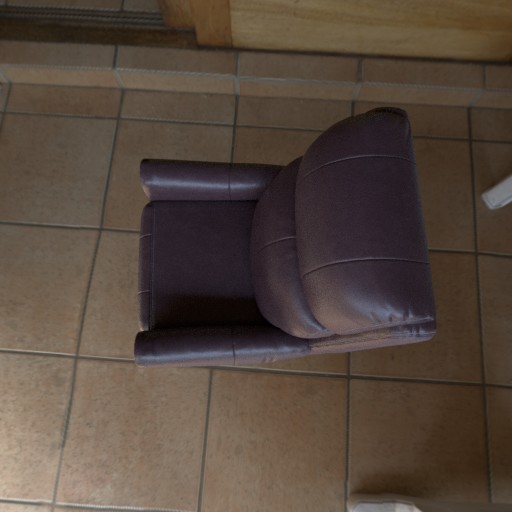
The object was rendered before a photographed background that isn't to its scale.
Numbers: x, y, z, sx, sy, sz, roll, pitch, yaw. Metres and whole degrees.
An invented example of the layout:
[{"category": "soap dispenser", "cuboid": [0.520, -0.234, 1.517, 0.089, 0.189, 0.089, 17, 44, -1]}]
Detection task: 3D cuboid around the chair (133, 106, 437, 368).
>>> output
[{"category": "chair", "cuboid": [0.000, 0.000, 1.768, 1.014, 1.054, 0.838, -2, 76, 0]}]
